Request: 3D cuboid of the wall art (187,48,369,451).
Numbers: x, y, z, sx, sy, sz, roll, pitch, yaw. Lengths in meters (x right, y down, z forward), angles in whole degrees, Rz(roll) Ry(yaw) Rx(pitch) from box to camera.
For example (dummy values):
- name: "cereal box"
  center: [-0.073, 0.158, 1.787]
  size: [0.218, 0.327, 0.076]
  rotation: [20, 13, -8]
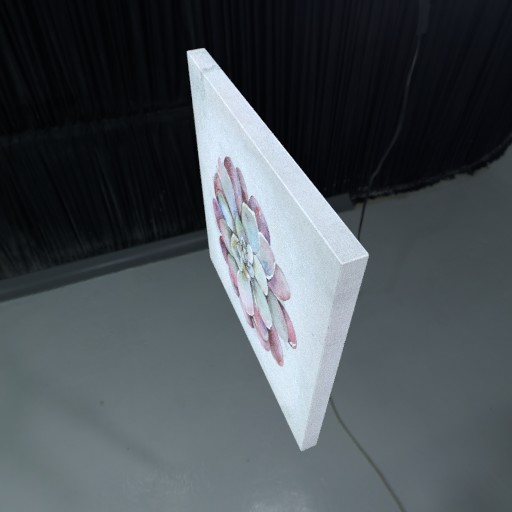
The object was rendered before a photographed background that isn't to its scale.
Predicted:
- name: "wall art"
  center: [0.000, 0.000, 0.914]
  size: [0.044, 0.605, 0.605]
  rotation: [-17, 50, -15]
